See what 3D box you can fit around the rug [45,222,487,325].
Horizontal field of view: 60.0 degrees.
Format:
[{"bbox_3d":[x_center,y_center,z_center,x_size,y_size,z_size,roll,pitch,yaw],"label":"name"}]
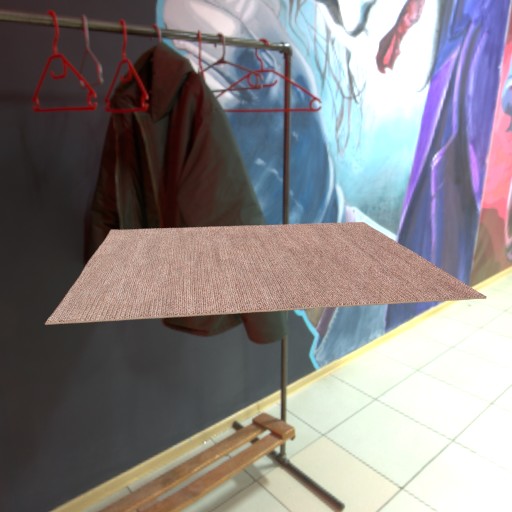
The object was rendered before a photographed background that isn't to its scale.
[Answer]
[{"bbox_3d":[0.000,0.000,4.152,3.052,0.030,2.429,-2,18,-8],"label":"rug"}]
